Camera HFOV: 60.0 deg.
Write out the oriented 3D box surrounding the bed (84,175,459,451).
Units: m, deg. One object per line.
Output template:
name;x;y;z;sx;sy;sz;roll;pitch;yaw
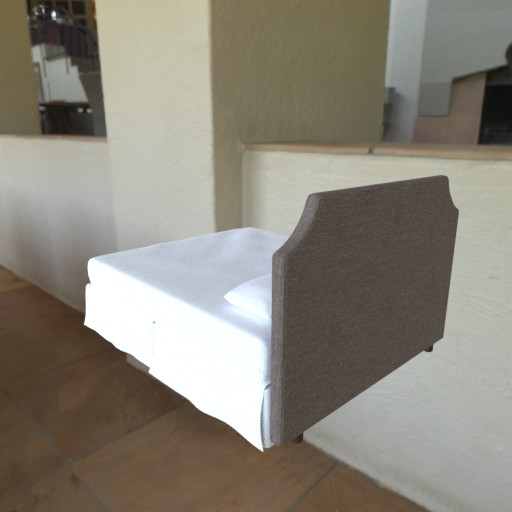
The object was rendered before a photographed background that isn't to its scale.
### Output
bed;0.000;0.000;4.178;2.350;1.590;2.773;-14;21;-41
